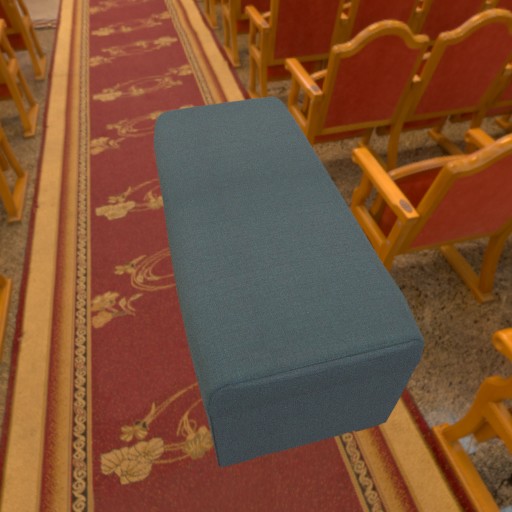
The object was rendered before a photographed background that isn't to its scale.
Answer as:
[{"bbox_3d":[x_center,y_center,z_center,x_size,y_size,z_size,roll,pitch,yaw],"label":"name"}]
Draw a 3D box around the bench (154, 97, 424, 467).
[{"bbox_3d":[0.000,0.000,1.280,0.476,0.474,0.995,-11,48,-10],"label":"bench"}]
